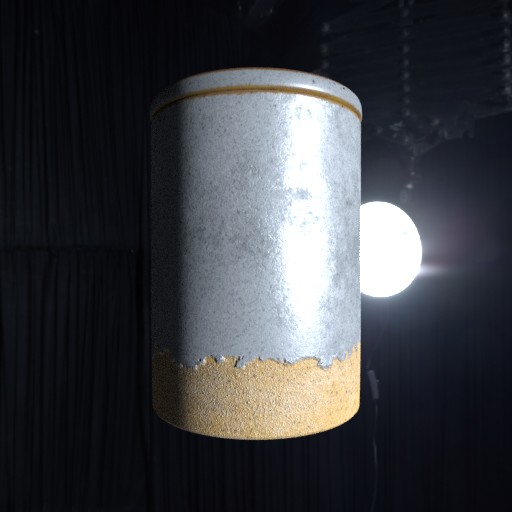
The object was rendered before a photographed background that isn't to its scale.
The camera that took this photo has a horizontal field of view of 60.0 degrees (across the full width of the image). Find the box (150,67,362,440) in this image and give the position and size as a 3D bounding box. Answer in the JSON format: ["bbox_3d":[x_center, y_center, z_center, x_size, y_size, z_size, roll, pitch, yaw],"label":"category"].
[{"bbox_3d":[0.000,0.000,0.252,0.118,0.168,0.118,0,-1,0],"label":"box"}]
